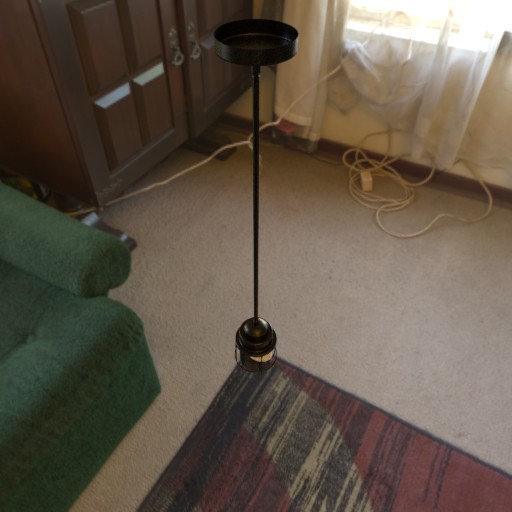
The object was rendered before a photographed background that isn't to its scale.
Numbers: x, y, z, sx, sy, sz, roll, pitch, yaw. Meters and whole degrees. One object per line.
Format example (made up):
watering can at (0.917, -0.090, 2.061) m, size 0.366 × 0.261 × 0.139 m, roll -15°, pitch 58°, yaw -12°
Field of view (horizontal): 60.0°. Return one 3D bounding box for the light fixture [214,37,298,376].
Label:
light fixture at (0.000, 0.000, 0.970) m, size 0.123 × 0.920 × 0.123 m, roll 9°, pitch 46°, yaw 8°
